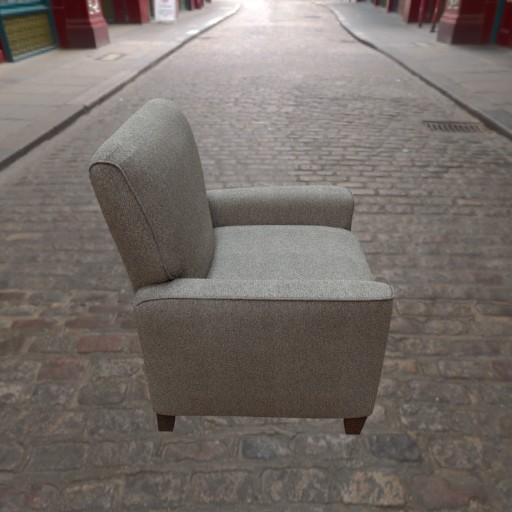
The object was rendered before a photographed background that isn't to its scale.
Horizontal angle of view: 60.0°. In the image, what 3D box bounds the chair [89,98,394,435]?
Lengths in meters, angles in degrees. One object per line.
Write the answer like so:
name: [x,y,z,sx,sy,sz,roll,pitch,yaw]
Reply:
chair: [0.000,0.000,1.632,0.858,1.028,0.841,1,31,1]
